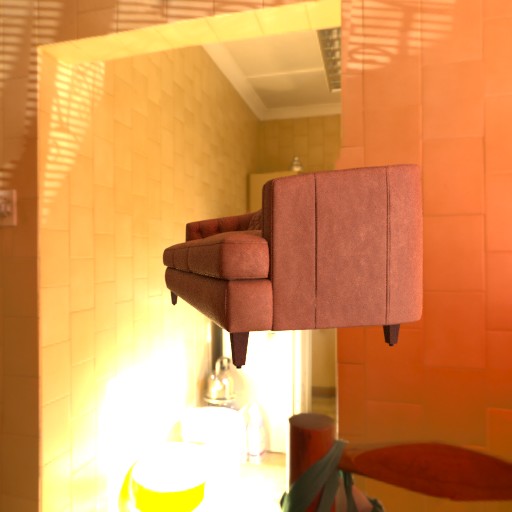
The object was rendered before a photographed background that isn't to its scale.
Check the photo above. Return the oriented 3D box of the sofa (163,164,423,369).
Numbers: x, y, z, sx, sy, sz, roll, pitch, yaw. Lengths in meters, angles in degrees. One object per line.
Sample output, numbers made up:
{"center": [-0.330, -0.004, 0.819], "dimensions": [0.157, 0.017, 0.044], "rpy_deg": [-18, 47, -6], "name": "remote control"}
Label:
{"center": [0.000, 0.000, 2.654], "dimensions": [0.922, 0.791, 2.257], "rpy_deg": [0, 0, -17], "name": "sofa"}
